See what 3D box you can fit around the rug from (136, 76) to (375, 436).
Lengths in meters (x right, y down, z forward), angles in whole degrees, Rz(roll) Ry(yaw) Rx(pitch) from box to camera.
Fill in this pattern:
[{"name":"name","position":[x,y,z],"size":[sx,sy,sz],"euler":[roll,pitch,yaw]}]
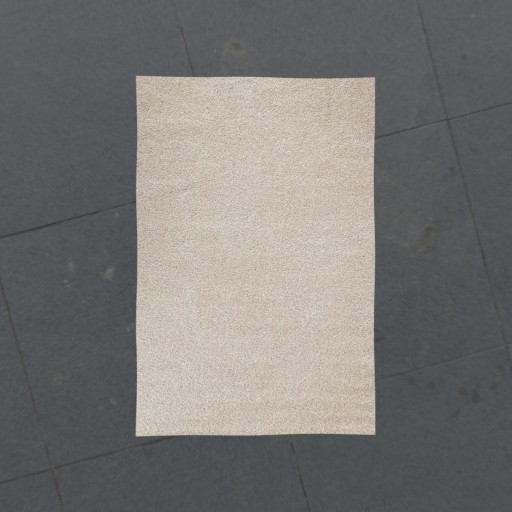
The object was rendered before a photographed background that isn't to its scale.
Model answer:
[{"name":"rug","position":[0.000,0.000,3.342],"size":[1.800,0.025,2.699],"euler":[0,90,-1]}]
